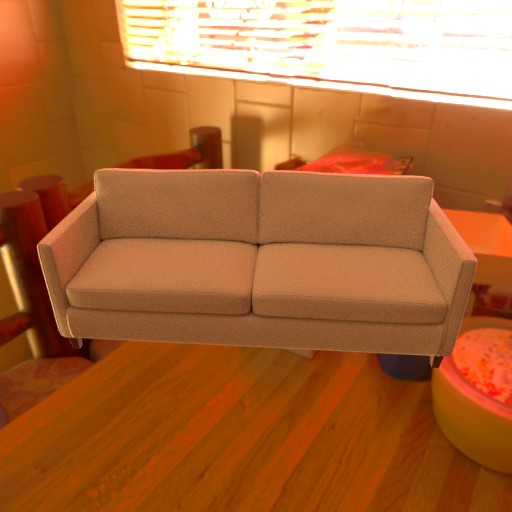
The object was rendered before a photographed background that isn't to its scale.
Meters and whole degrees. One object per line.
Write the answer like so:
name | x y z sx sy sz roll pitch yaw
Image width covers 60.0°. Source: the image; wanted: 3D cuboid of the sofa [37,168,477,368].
sofa | 0.000 0.000 2.844 2.361 0.962 0.951 2 29 4
